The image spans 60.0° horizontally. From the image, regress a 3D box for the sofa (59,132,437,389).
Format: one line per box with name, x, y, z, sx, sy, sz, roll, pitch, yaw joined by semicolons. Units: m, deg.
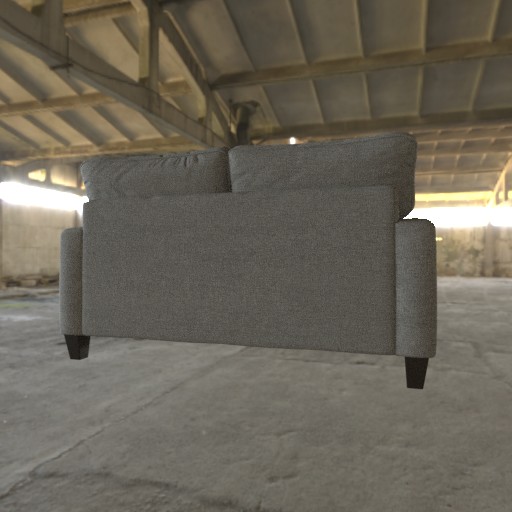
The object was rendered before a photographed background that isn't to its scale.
sofa;0.000;0.000;2.245;1.651;0.965;0.965;0;0;18
